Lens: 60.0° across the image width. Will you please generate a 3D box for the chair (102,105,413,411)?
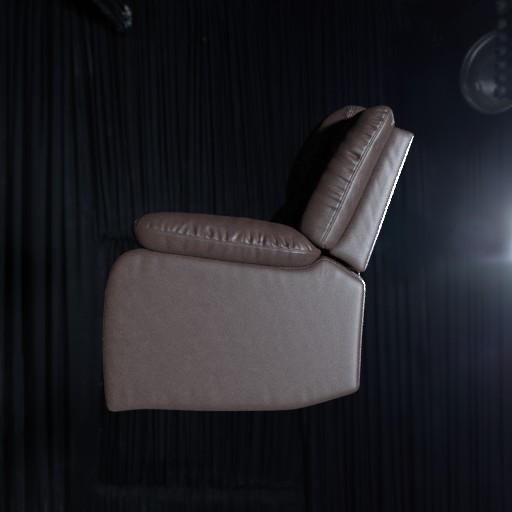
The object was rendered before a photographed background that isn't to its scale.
[{"bbox_3d":[0.000,0.000,1.684,0.934,1.009,0.899,0,1,1],"label":"chair"}]
